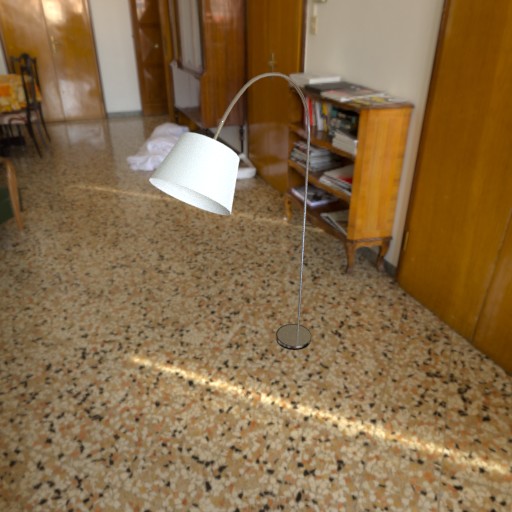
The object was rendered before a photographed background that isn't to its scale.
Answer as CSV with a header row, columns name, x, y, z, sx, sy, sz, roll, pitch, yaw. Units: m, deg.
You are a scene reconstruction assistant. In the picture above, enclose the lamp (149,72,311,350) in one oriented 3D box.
name,x,y,z,sx,sy,sz,roll,pitch,yaw
lamp,0.000,0.000,2.757,0.406,2.098,1.445,17,33,28
